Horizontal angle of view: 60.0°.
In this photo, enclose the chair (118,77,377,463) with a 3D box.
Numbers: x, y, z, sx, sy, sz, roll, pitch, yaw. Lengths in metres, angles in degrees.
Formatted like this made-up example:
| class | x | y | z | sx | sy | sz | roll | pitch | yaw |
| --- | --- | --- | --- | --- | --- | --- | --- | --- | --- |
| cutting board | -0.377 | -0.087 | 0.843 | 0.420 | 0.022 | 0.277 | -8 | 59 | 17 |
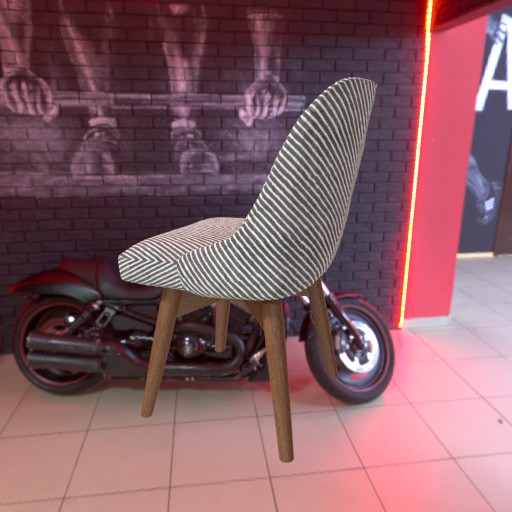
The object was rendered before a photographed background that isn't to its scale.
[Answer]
| class | x | y | z | sx | sy | sz | roll | pitch | yaw |
| --- | --- | --- | --- | --- | --- | --- | --- | --- | --- |
| chair | 0.000 | 0.000 | 1.231 | 0.591 | 0.883 | 0.504 | 7 | 17 | 24 |
